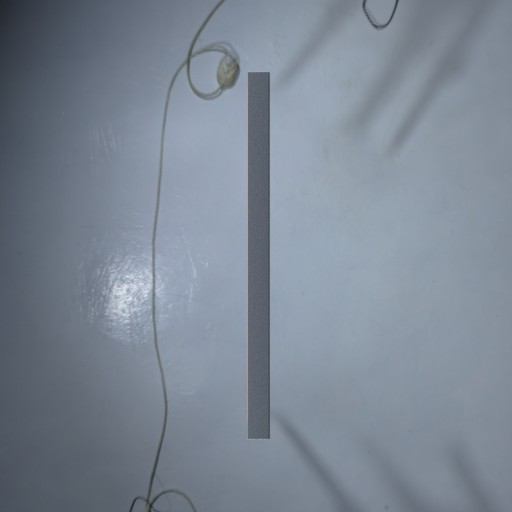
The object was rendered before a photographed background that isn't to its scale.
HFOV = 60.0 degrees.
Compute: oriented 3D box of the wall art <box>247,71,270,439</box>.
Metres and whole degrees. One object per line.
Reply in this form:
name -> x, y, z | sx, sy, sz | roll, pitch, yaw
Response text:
wall art -> 0.000, 0.000, 0.790 | 0.025, 0.608, 0.405 | 0, 90, -1
